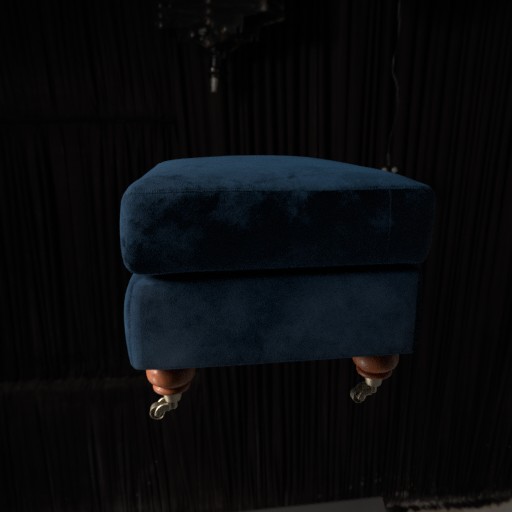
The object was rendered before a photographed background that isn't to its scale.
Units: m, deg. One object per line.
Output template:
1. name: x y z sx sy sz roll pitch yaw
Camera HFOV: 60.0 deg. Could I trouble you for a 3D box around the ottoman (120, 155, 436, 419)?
1. ottoman: 0.000 0.000 1.152 0.572 0.503 0.773 -2 15 -8
